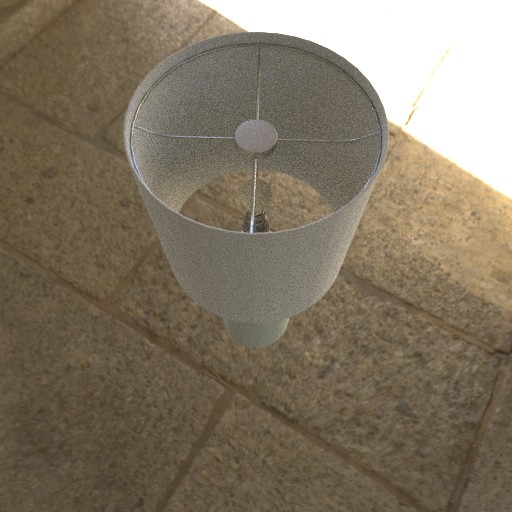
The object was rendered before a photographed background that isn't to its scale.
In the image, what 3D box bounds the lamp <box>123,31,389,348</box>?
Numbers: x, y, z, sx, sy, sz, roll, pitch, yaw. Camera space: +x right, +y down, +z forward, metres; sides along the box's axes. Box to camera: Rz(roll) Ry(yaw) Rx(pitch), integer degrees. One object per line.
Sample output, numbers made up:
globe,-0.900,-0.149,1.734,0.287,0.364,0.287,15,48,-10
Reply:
lamp,0.000,0.000,0.576,0.212,0.493,0.212,2,64,1
